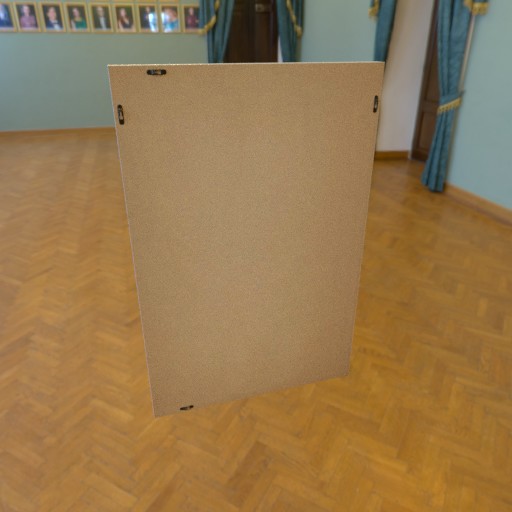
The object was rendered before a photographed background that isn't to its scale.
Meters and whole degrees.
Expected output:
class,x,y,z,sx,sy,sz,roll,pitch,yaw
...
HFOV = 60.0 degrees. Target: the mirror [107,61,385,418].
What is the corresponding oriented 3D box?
class,x,y,z,sx,sy,sz,roll,pitch,yaw
mirror,0.000,0.000,1.147,0.609,0.915,0.041,-8,27,-15
